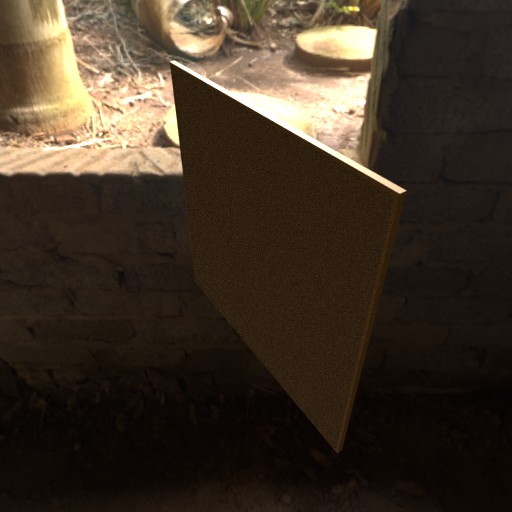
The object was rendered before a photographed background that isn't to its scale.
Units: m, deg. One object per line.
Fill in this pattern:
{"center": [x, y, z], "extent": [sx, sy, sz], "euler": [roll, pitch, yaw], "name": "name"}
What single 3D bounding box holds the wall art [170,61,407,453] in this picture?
{"center": [0.000, 0.000, 0.968], "extent": [0.014, 0.655, 0.657], "euler": [-23, 45, -25], "name": "wall art"}
